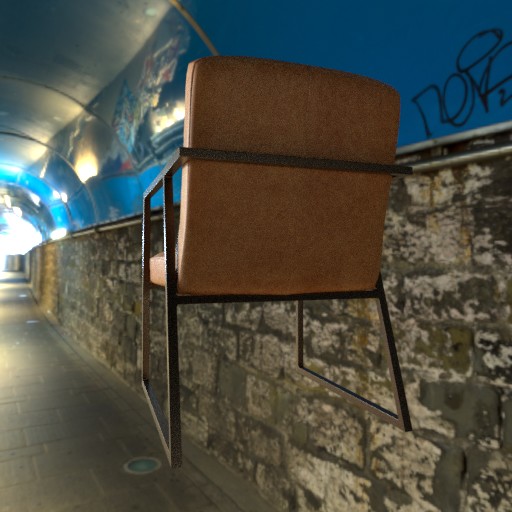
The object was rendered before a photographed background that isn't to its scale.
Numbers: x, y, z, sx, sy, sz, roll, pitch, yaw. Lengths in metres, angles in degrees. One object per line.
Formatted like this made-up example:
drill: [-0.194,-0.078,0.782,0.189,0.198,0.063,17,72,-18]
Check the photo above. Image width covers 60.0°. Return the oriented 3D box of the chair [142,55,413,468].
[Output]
chair: [0.000,0.000,1.249,0.571,0.832,0.677,0,-1,-19]
